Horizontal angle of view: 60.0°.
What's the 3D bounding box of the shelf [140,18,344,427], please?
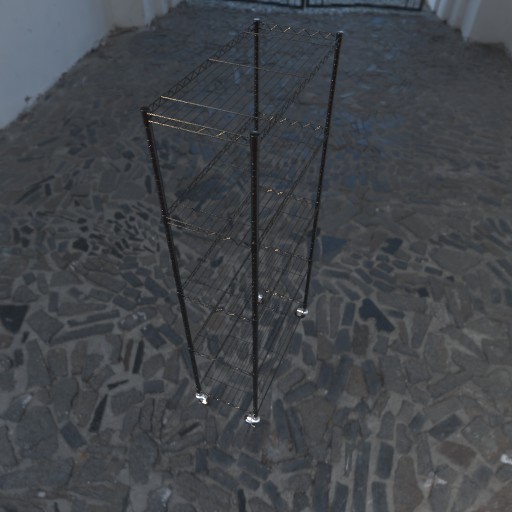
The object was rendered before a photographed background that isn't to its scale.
[{"bbox_3d":[0.000,0.000,1.919,0.356,1.645,0.762,18,48,16],"label":"shelf"}]
